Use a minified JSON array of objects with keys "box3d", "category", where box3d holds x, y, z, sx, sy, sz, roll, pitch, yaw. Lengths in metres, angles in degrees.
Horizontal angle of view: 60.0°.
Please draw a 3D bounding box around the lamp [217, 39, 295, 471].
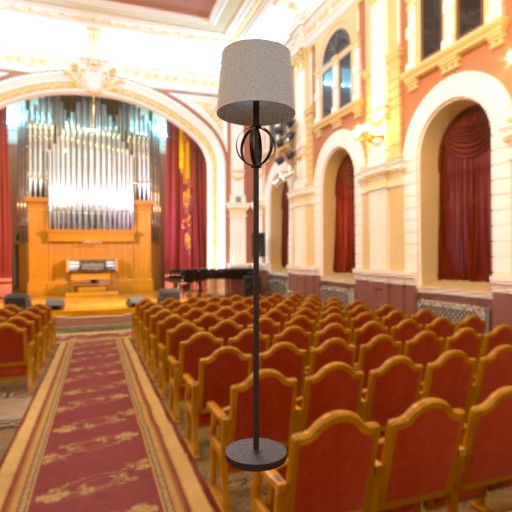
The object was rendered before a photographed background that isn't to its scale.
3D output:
[{"box3d":[0.000,0.000,1.615,0.286,1.462,0.286,0,0,-20],"category":"lamp"}]
